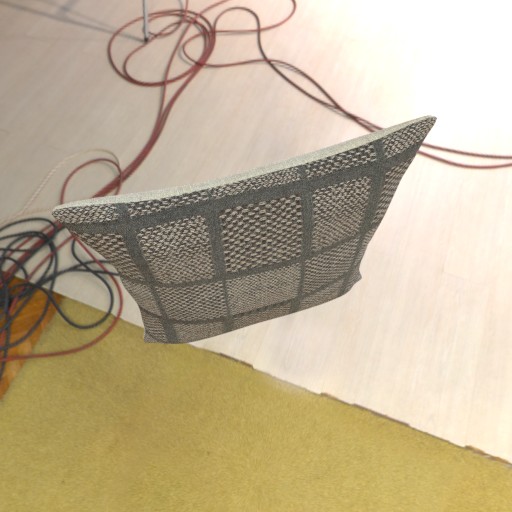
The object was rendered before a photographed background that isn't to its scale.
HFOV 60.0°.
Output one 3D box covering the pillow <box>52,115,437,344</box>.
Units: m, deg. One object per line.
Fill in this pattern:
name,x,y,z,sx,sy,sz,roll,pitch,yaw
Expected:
pillow,0.000,0.000,0.664,0.435,0.432,0.138,-16,64,-8
